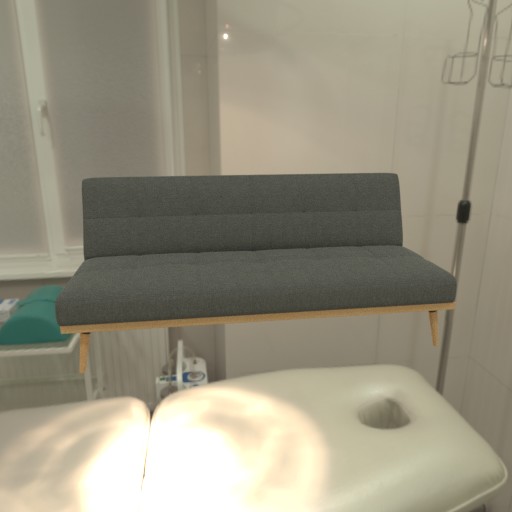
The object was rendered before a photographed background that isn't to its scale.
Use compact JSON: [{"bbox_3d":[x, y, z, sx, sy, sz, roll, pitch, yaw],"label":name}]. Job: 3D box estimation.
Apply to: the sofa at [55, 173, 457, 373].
[{"bbox_3d":[0.000,0.000,2.307,1.820,0.770,0.820,-2,17,-8],"label":"sofa"}]
